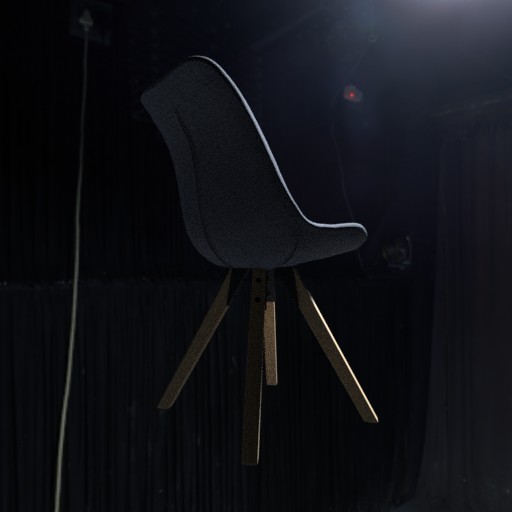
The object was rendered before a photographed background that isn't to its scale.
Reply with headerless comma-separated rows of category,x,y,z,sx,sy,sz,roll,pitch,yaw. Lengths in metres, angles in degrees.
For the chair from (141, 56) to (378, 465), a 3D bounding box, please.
chair,0.000,0.000,1.180,0.550,0.850,0.485,0,0,-36
